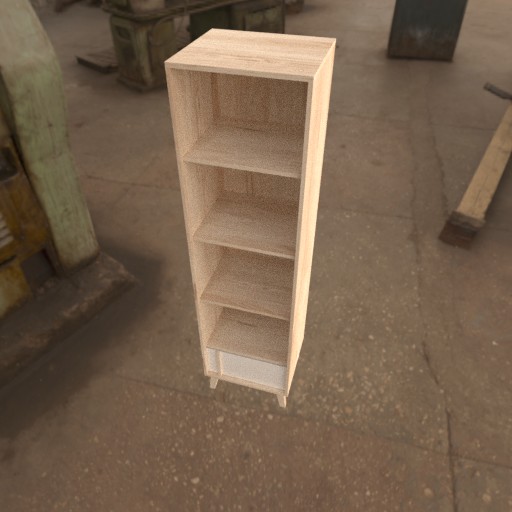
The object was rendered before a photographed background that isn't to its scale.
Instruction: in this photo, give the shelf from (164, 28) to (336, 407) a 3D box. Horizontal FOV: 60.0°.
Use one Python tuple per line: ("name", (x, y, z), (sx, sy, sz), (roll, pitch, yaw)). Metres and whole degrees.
("shelf", (0.000, 0.000, 2.235), (0.510, 1.960, 0.450), (11, 42, 13))
